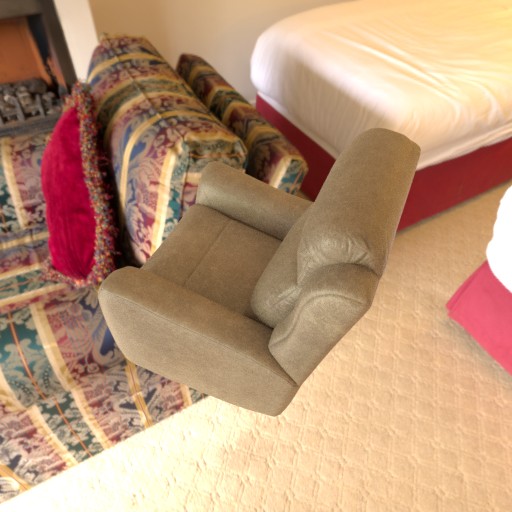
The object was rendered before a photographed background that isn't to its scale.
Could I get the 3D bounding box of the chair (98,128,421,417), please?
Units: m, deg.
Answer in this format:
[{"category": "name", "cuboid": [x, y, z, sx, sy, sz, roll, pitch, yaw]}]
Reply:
[{"category": "chair", "cuboid": [0.000, 0.000, 1.935, 1.068, 1.116, 0.965, 18, 49, 16]}]
